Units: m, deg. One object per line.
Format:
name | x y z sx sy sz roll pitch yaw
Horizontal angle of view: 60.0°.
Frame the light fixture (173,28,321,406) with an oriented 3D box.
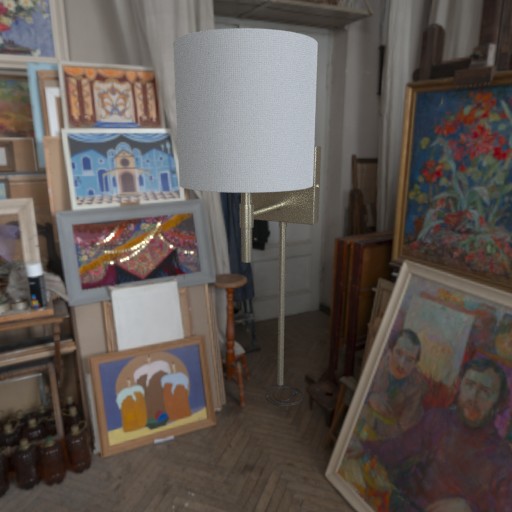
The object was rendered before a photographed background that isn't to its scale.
light fixture | 0.000 0.000 0.686 0.188 0.589 0.248 7 17 26
